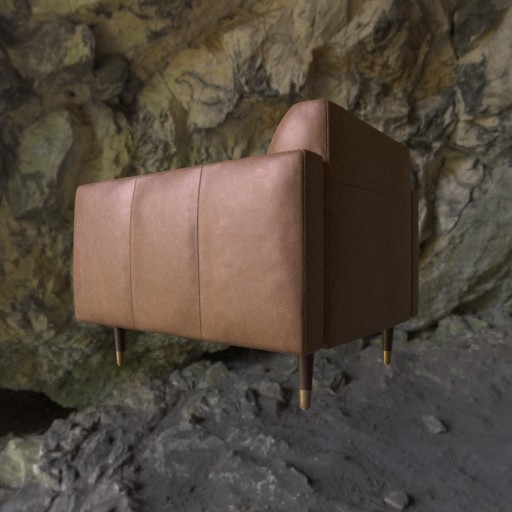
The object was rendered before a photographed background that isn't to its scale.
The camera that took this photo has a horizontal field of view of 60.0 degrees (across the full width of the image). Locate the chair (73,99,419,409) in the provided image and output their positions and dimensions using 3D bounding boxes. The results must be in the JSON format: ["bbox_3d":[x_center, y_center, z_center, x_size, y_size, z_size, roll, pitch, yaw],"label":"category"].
[{"bbox_3d":[0.000,0.000,1.670,0.998,0.819,0.953,0,0,37],"label":"chair"}]
